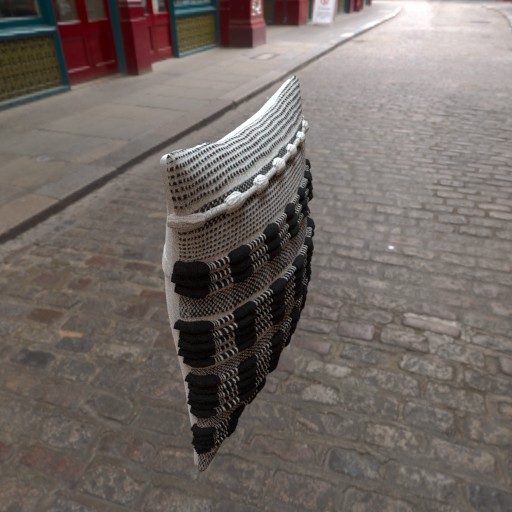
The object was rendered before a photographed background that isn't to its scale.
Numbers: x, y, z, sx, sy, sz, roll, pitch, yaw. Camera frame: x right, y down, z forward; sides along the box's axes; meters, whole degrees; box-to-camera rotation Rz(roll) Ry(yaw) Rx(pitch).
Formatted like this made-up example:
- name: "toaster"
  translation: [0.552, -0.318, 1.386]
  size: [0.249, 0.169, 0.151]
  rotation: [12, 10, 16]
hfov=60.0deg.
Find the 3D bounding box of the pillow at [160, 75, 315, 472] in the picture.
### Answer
- name: "pillow"
  translation: [0.000, 0.000, 0.656]
  size: [0.156, 0.438, 0.436]
  rotation: [10, 32, 16]
